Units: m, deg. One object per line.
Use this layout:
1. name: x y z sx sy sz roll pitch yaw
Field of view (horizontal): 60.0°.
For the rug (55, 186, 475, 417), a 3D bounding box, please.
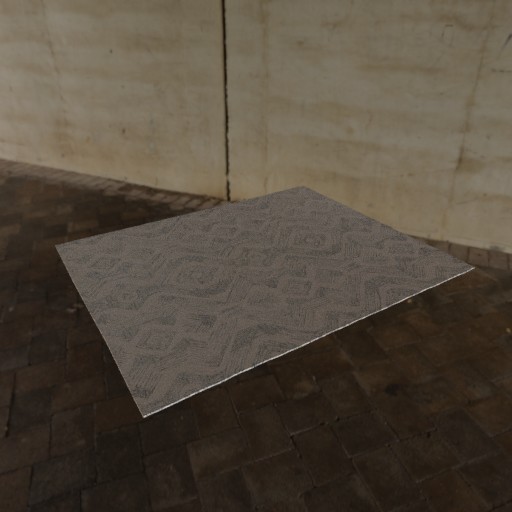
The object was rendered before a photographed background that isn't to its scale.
1. rug: 0.000 0.000 4.091 3.054 0.030 2.430 -17 34 -28
